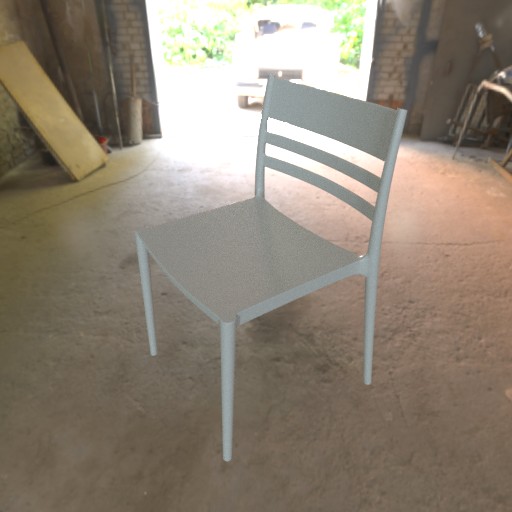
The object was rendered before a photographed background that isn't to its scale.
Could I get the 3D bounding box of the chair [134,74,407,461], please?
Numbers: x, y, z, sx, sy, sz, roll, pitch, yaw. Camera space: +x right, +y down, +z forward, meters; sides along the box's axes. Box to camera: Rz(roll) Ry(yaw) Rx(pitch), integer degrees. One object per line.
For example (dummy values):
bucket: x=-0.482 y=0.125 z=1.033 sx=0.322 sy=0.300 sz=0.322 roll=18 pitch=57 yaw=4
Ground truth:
chair: x=0.000 y=0.000 z=1.178 sx=0.511 sy=0.800 sz=0.531 roll=-21 pitch=38 yaw=-29
